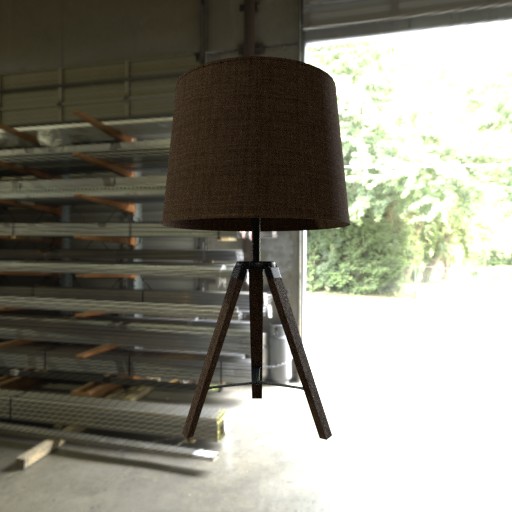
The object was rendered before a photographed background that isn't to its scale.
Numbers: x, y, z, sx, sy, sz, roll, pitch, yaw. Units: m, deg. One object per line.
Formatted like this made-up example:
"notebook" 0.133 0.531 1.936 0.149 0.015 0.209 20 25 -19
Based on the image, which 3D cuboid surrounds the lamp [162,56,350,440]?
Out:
"lamp" 0.000 0.000 0.694 0.290 0.514 0.290 0 0 0
